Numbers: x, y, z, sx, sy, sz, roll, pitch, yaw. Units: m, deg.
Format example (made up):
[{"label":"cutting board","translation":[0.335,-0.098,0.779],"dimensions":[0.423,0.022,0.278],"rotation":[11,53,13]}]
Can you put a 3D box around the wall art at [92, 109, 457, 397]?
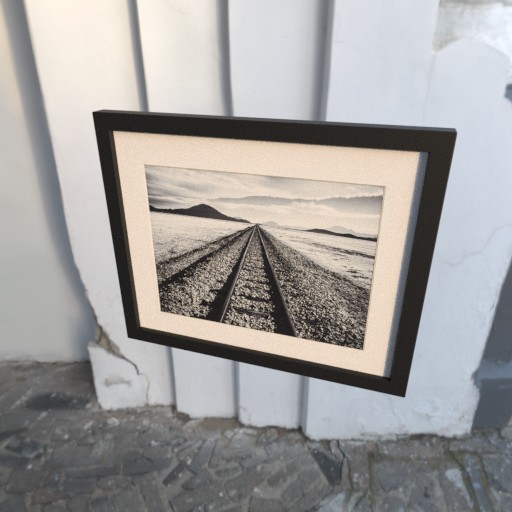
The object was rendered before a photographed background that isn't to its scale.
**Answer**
[{"label":"wall art","translation":[0.000,0.000,0.766],"dimensions":[0.559,0.458,0.029],"rotation":[8,28,16]}]
